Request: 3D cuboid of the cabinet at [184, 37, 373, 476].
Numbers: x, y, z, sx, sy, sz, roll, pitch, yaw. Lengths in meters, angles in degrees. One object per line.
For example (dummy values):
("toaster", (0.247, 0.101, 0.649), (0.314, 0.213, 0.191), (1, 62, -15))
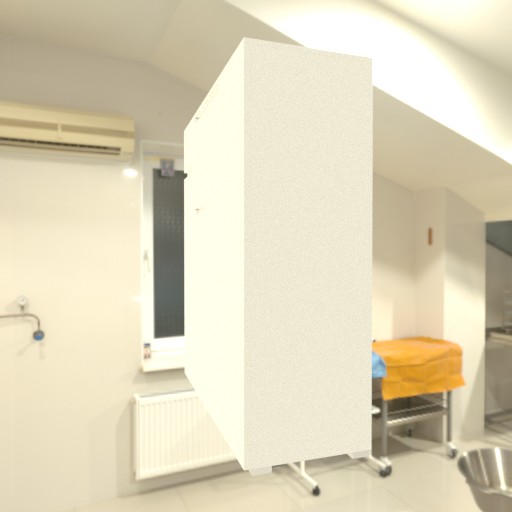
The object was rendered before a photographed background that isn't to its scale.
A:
("cabinet", (0.000, 0.000, 1.734), (0.400, 1.190, 1.000), (0, 1, -18))
